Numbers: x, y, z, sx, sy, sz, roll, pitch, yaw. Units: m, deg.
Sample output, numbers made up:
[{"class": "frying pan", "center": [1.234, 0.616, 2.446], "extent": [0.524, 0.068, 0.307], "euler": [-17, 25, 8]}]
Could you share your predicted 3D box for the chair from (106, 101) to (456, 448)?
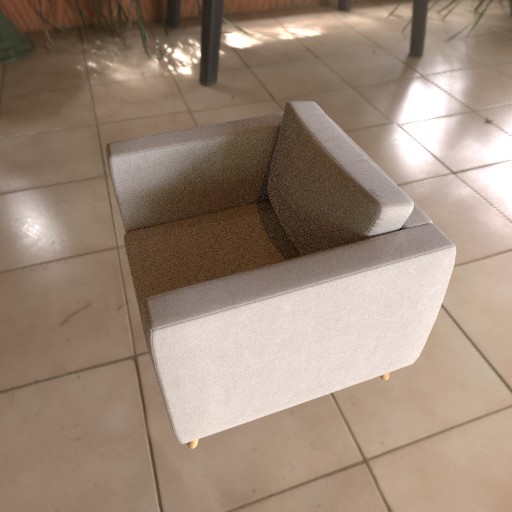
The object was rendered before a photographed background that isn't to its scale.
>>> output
[{"class": "chair", "center": [0.000, 0.000, 1.695], "extent": [0.930, 0.860, 1.000], "euler": [-14, 47, -14]}]
